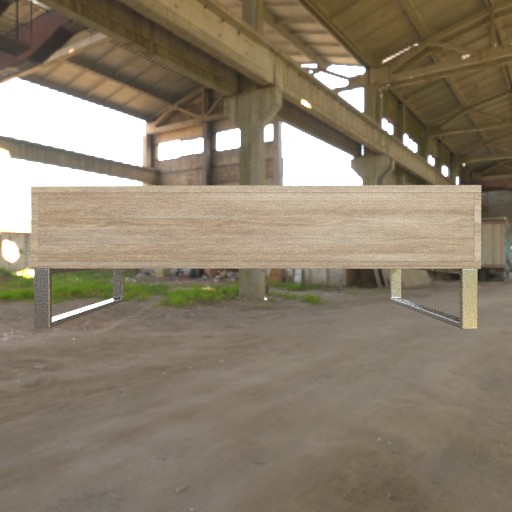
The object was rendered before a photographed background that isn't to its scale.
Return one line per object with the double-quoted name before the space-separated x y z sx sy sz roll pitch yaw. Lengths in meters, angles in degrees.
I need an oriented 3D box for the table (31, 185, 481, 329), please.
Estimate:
"table" 0.000 0.000 1.383 1.100 0.350 0.600 0 1 1
